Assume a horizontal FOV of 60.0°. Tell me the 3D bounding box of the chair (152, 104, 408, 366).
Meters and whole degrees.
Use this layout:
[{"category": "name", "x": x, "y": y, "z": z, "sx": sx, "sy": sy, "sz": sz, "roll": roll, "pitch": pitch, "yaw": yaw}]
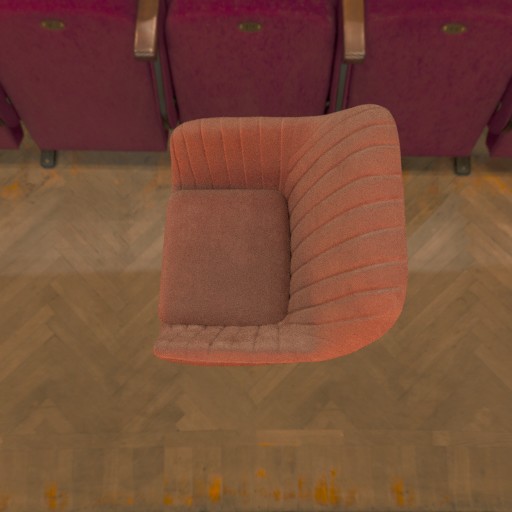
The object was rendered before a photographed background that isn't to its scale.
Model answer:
[{"category": "chair", "x": 0.000, "y": 0.000, "z": 1.232, "sx": 0.570, "sy": 0.832, "sz": 0.610, "roll": 1, "pitch": 74, "yaw": 0}]
